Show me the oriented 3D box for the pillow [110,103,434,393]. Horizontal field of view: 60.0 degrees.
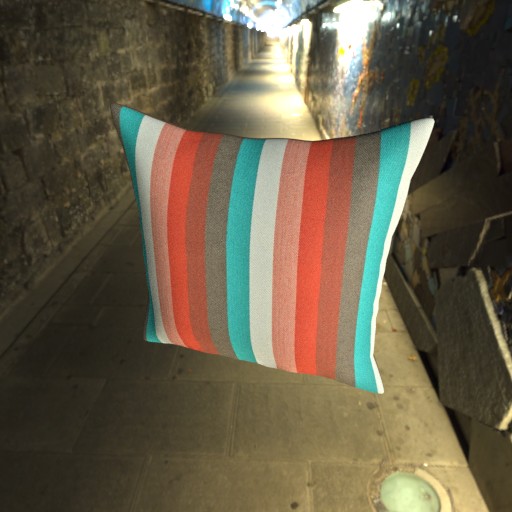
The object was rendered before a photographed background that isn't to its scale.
[{"bbox_3d":[0.000,0.000,0.696,0.453,0.443,0.168,8,28,16],"label":"pillow"}]
